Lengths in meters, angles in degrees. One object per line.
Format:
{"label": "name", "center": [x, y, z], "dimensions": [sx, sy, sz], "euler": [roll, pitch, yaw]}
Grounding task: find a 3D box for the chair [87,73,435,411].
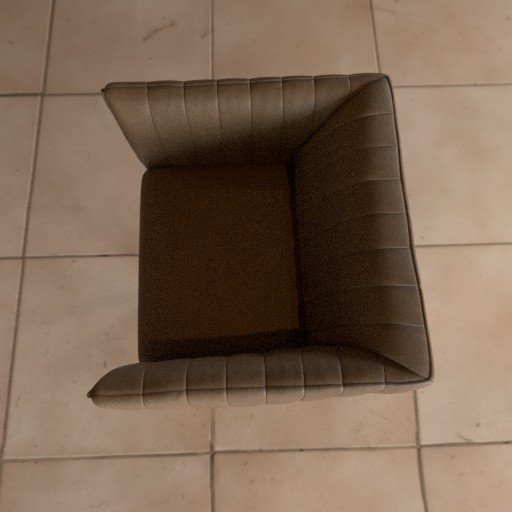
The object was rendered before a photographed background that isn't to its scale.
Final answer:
{"label": "chair", "center": [0.000, 0.000, 1.559], "dimensions": [0.876, 0.779, 0.981], "euler": [-3, 75, -1]}
